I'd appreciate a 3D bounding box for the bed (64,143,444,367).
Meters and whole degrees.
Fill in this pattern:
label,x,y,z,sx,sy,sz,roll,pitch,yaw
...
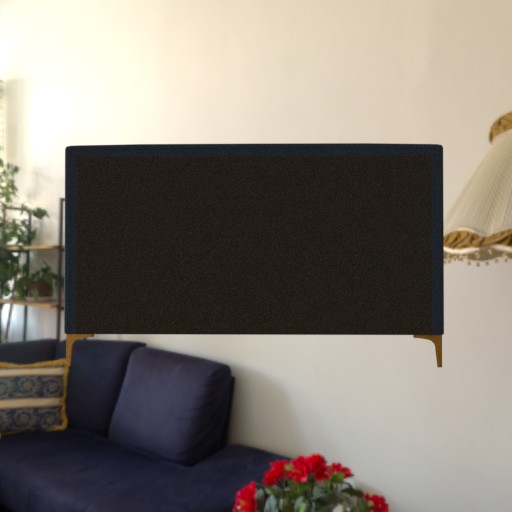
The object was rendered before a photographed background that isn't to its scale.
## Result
label,x,y,z,sx,sy,sz,roll,pitch,yaw
bed,0.000,0.000,3.524,2.096,1.231,2.232,0,-1,1
